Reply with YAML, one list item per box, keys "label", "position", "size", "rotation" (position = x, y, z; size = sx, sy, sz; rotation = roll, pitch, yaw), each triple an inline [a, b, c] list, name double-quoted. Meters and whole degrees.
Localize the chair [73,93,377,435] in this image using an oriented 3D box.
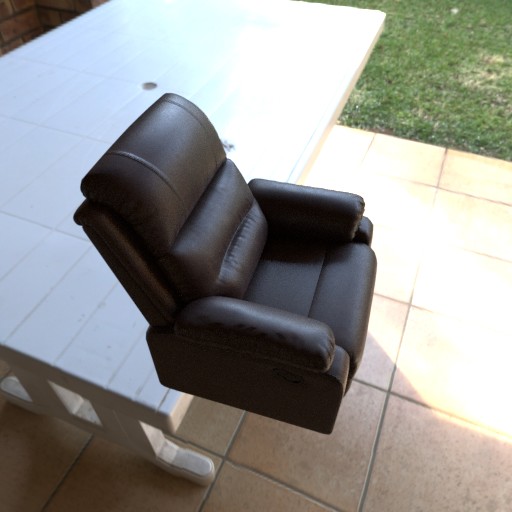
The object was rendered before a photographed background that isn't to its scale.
- label: "chair"
  position: [0.000, 0.000, 1.674]
  size: [0.919, 0.992, 0.855]
  rotation: [13, 47, 12]
